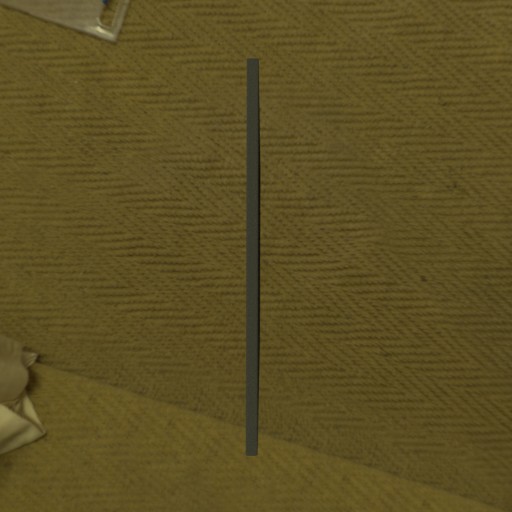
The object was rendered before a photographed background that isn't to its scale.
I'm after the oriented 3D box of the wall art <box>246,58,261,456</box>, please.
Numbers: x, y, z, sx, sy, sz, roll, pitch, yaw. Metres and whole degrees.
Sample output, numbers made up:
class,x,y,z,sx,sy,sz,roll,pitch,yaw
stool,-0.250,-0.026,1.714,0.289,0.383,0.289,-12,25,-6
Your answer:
class,x,y,z,sx,sy,sz,roll,pitch,yaw
wall art,0.000,0.000,0.680,0.012,0.529,0.374,0,90,1
